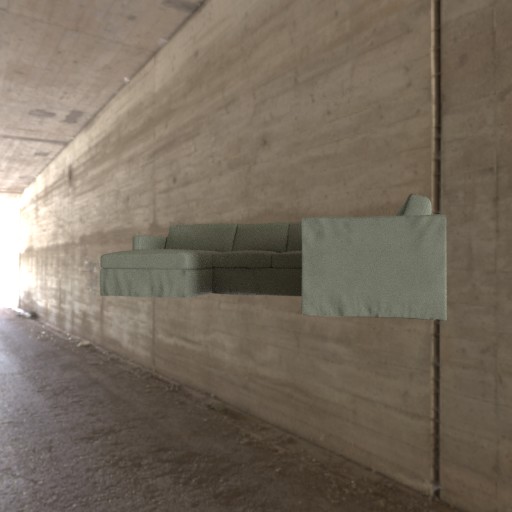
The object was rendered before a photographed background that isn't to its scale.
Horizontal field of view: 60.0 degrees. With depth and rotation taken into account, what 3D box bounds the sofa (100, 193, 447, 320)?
[{"bbox_3d":[0.000,0.000,4.550,3.434,0.869,2.440,0,0,19],"label":"sofa"}]
